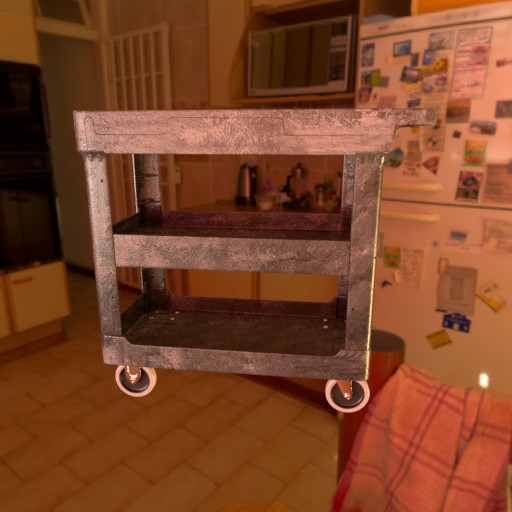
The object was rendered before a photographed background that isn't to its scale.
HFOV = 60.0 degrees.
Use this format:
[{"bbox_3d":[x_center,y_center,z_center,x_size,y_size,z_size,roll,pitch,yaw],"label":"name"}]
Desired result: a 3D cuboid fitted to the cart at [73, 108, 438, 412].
[{"bbox_3d":[0.000,0.000,1.343,0.877,0.824,0.420,2,15,7],"label":"cart"}]
